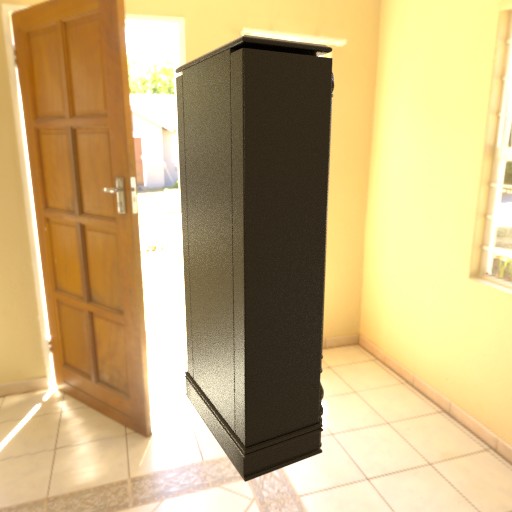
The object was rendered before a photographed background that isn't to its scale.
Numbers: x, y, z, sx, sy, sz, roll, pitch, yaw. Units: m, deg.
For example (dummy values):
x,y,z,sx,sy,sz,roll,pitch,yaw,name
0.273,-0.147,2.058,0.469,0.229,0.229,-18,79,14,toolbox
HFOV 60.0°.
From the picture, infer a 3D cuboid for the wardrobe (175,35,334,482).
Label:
x,y,z,sx,sy,sz,roll,pitch,yaw,name
0.000,0.000,1.223,0.295,1.011,0.444,-7,15,-27,wardrobe
